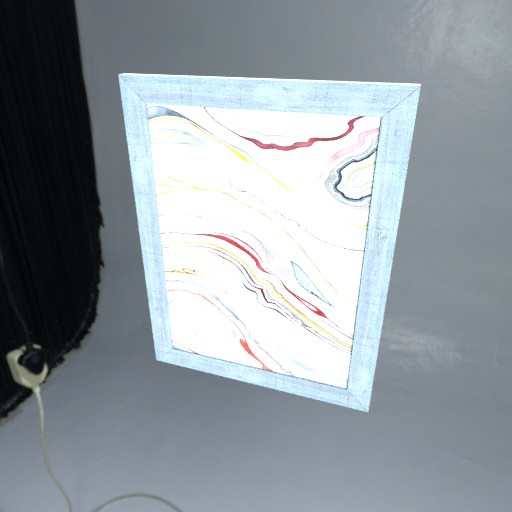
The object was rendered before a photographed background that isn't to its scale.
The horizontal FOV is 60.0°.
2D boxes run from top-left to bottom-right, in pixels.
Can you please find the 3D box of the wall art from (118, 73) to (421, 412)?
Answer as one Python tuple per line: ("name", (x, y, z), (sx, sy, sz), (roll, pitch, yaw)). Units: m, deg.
("wall art", (0.000, 0.000, 0.822), (0.481, 0.613, 0.020), (9, 29, 17))
